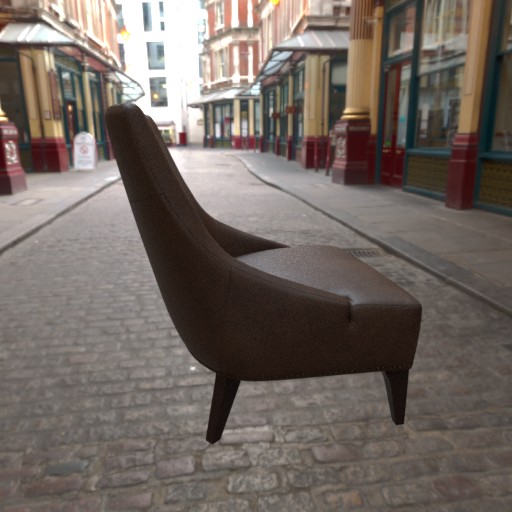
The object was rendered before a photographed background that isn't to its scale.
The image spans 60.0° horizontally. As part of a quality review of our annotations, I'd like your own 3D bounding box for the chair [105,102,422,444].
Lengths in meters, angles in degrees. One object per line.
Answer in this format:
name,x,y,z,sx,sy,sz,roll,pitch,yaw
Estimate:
chair,0.000,0.000,1.452,0.861,0.909,0.701,-2,15,-9
